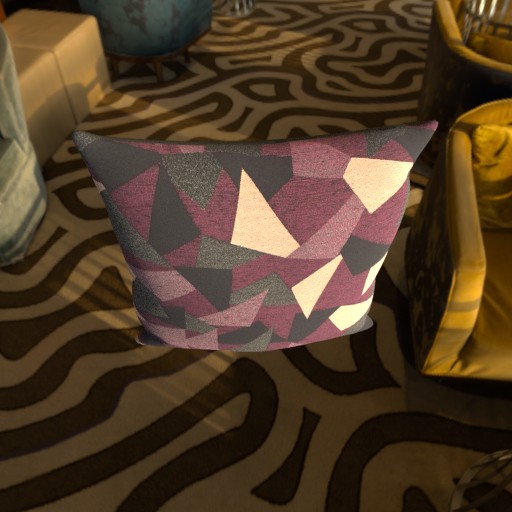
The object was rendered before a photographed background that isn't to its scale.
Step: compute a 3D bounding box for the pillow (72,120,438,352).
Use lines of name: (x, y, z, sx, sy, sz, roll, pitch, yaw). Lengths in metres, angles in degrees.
pillow: (0.000, 0.000, 0.759, 0.503, 0.496, 0.208, -3, 47, -3)
